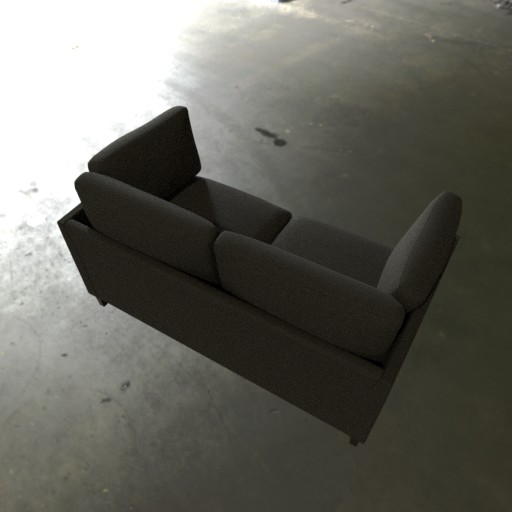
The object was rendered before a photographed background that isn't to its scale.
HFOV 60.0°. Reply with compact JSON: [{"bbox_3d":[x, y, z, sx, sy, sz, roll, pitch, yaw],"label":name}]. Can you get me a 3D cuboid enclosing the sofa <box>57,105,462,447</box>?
[{"bbox_3d":[0.000,0.000,2.320,1.751,0.920,0.969,23,52,20],"label":"sofa"}]
